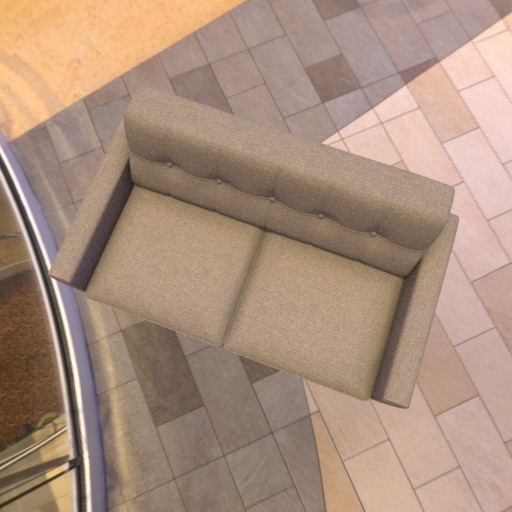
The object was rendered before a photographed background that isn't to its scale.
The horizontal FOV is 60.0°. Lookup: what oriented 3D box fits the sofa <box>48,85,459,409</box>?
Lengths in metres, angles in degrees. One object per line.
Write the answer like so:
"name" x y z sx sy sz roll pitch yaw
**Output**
"sofa" 0.000 0.000 2.091 1.631 0.841 0.909 19 77 5
